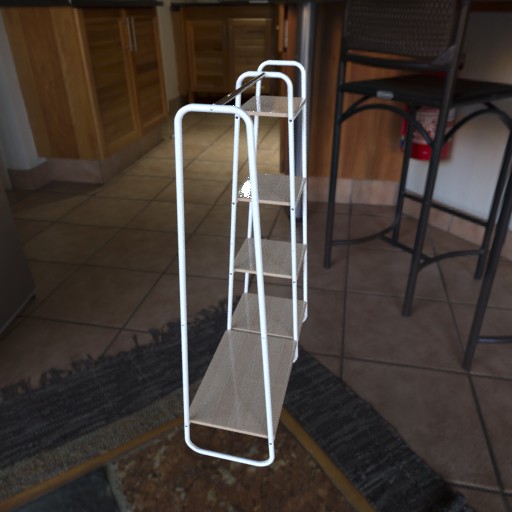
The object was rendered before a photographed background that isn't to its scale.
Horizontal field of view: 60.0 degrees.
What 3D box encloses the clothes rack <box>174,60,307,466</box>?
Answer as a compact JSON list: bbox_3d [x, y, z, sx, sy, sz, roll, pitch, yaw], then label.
[{"bbox_3d":[0.000,0.000,1.982,0.400,1.500,1.011,7,31,12],"label":"clothes rack"}]
